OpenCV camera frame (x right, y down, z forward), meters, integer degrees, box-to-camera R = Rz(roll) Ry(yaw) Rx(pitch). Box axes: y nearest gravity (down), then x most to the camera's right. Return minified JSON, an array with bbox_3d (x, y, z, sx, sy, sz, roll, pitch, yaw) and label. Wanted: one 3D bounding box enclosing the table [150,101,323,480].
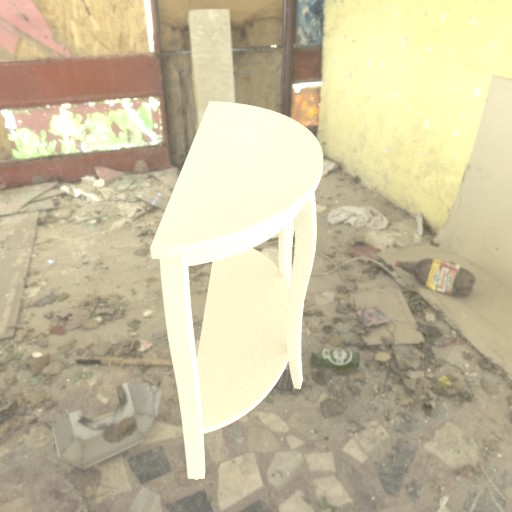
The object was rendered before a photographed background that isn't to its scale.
[{"bbox_3d":[0.000,0.000,1.548,0.394,0.780,1.219,0,31,0],"label":"table"}]
